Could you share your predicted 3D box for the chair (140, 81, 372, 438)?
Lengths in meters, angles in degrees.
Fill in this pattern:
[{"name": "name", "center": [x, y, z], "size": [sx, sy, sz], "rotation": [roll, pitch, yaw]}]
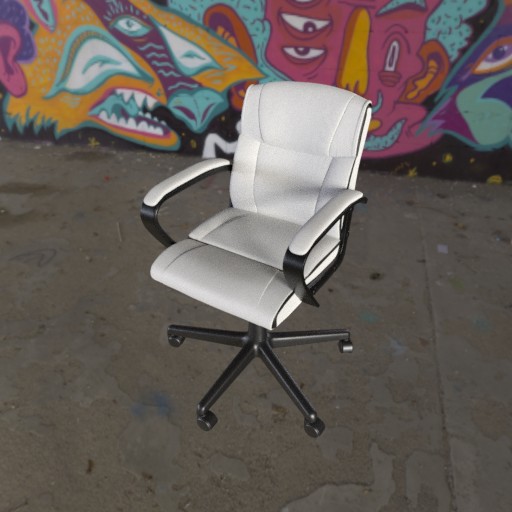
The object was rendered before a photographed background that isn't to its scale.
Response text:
[{"name": "chair", "center": [0.000, 0.000, 1.492], "size": [0.739, 1.004, 0.717], "rotation": [20, 37, 28]}]
